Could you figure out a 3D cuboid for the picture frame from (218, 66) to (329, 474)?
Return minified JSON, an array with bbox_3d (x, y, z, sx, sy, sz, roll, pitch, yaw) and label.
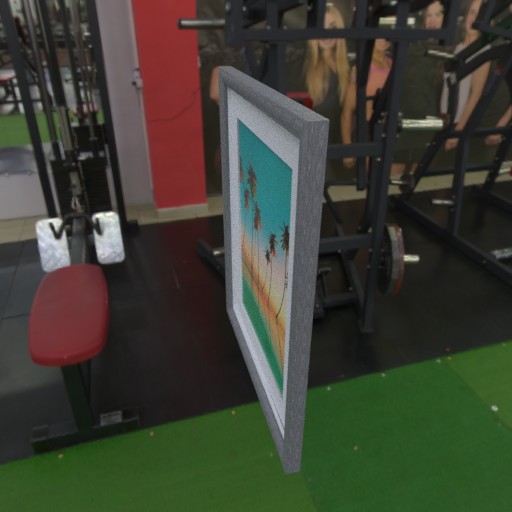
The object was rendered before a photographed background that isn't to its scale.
[{"bbox_3d":[0.000,0.000,0.769,0.029,0.559,0.454,-8,31,-13],"label":"picture frame"}]
